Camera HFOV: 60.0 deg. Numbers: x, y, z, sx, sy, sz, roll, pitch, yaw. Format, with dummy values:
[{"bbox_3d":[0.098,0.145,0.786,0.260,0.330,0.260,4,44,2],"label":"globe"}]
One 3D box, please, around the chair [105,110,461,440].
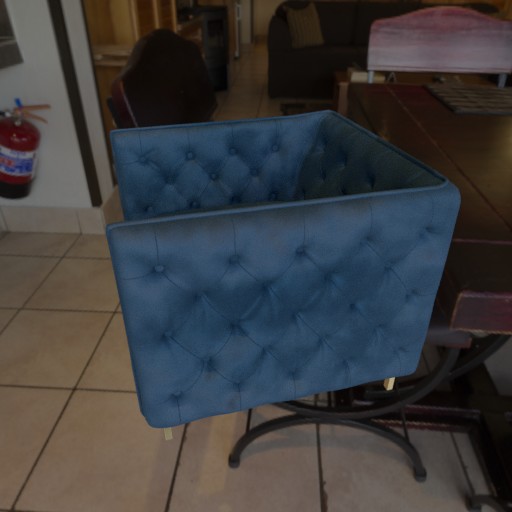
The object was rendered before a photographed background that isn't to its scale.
[{"bbox_3d":[0.000,0.000,1.534,0.877,0.771,0.868,-8,33,-13],"label":"chair"}]
